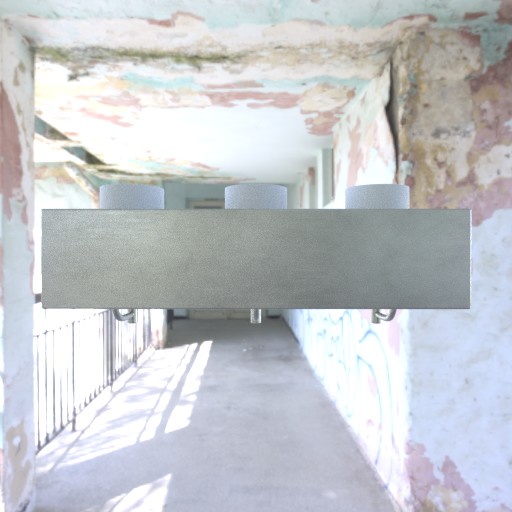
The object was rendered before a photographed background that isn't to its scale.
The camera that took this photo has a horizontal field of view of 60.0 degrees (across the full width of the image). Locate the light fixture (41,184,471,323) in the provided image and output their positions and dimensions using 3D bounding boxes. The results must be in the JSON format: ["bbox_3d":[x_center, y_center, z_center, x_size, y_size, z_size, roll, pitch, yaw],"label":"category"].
[{"bbox_3d":[0.000,0.000,0.536,0.451,0.172,0.145,0,0,0],"label":"light fixture"}]
